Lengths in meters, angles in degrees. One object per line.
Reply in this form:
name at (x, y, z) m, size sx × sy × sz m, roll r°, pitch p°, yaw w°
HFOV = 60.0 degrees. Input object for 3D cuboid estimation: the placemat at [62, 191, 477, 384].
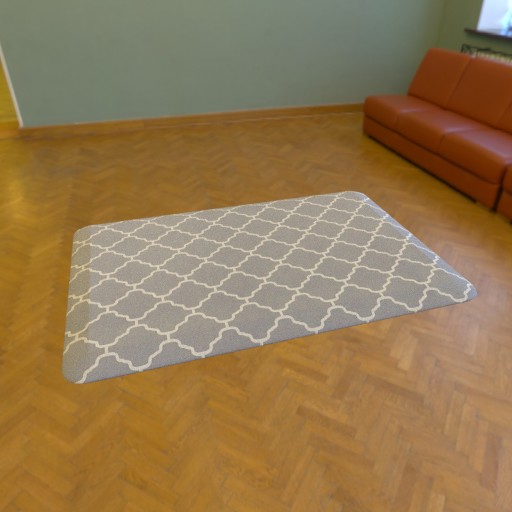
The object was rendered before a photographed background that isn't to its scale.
placemat at (0.000, 0.000, 0.953) m, size 0.762 × 0.021 × 0.508 m, roll -9°, pitch 34°, yaw -14°
